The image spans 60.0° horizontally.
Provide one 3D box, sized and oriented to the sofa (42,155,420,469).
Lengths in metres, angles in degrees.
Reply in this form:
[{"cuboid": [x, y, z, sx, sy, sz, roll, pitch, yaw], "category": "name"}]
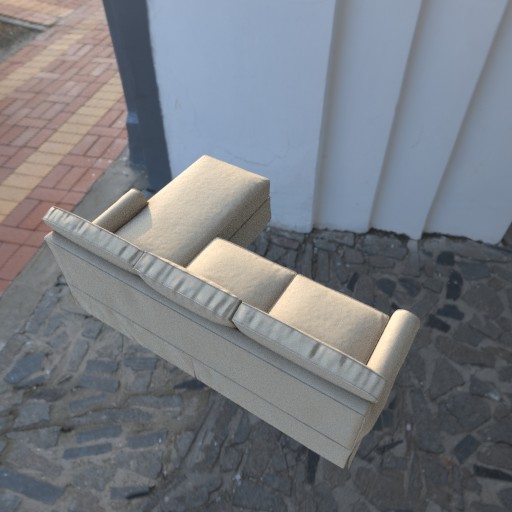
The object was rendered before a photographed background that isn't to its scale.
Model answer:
[{"cuboid": [0.000, 0.000, 3.313, 2.475, 0.978, 1.733, 25, 52, 21], "category": "sofa"}]
